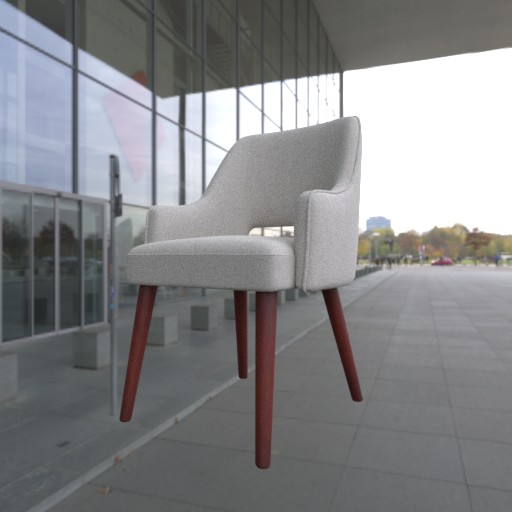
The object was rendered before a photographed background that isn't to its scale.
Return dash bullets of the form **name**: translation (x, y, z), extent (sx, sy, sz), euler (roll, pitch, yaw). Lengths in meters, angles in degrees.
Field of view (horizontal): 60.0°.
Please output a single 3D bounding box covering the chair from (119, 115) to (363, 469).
- **chair**: translation (0.000, 0.000, 1.233), extent (0.560, 0.840, 0.580), euler (0, 0, 35)
